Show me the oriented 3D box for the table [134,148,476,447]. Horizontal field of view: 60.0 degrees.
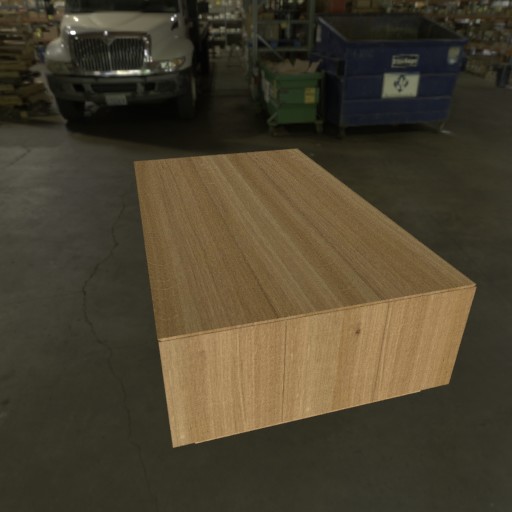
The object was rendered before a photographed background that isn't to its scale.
[{"bbox_3d":[0.000,0.000,1.427,0.678,0.353,1.110,-8,30,-14],"label":"table"}]
